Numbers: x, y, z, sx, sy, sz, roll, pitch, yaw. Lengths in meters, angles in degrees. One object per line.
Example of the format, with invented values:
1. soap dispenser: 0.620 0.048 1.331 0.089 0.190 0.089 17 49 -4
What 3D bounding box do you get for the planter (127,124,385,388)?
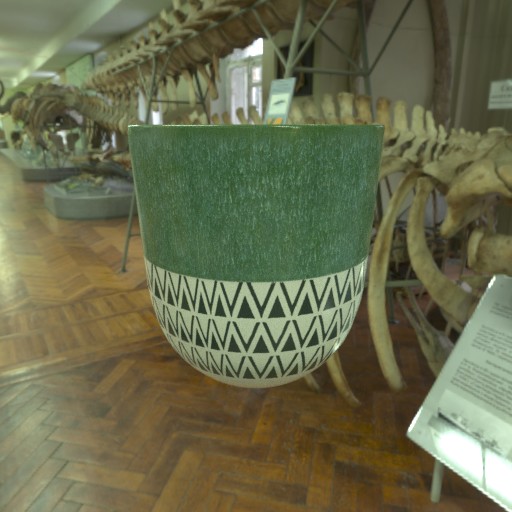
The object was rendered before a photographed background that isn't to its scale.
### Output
1. planter: 0.000 0.000 0.377 0.195 0.214 0.195 0 17 0
